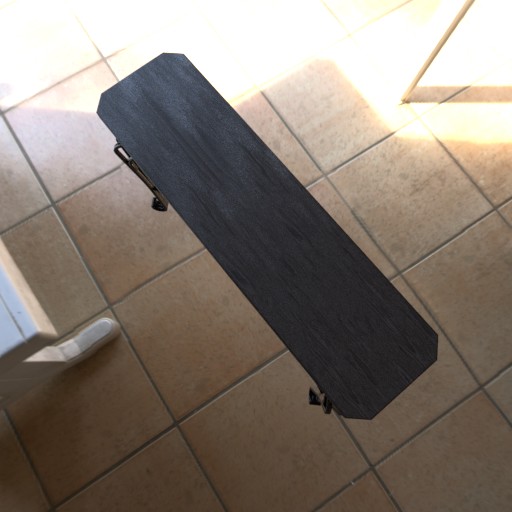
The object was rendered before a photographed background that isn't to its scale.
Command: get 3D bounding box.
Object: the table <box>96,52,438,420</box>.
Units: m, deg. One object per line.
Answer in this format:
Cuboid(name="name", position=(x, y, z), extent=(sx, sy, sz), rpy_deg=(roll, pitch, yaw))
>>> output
Cuboid(name="table", position=(0.000, 0.000, 1.499), extent=(0.329, 0.800, 1.112), rpy_deg=(-38, 79, -9))
